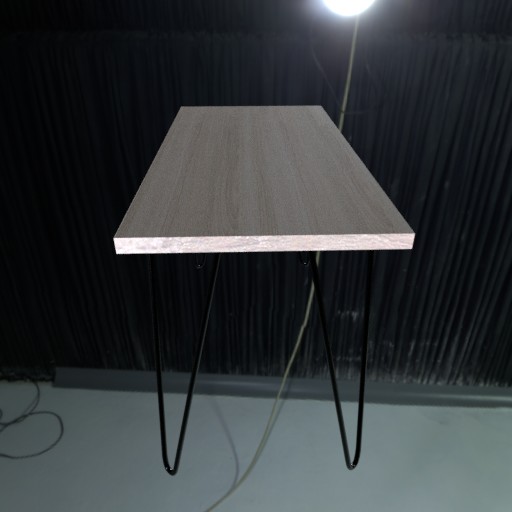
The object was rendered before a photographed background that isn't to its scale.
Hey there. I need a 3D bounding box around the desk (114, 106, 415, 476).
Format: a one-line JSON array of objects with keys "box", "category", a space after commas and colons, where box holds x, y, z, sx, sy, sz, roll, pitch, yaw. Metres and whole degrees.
[{"box": [0.000, 0.000, 1.326, 0.499, 0.660, 0.991, -1, 31, -2], "category": "desk"}]
